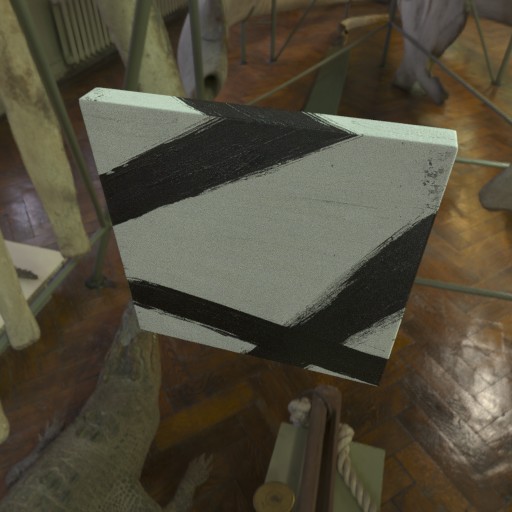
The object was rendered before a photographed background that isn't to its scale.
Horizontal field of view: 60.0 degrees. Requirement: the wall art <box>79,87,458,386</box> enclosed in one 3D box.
[{"bbox_3d":[0.000,0.000,0.755,0.507,0.508,0.050,11,43,12],"label":"wall art"}]
